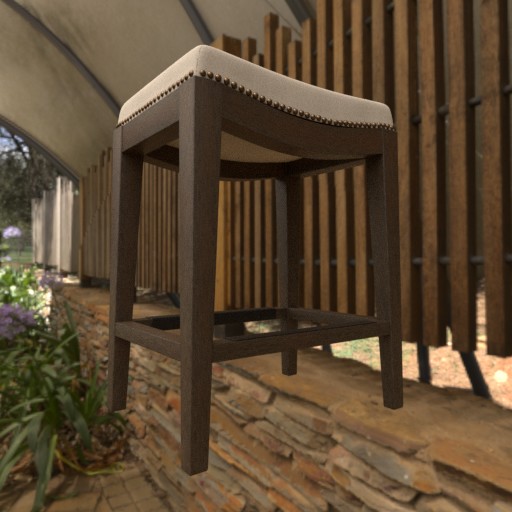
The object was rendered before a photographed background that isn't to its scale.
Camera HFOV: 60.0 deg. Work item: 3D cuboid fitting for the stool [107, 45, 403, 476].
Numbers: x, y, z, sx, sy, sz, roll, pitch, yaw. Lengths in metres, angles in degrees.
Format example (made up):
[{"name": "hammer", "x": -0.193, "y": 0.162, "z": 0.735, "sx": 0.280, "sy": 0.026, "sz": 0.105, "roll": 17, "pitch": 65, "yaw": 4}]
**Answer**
[{"name": "stool", "x": 0.000, "y": 0.000, "z": 0.924, "sx": 0.500, "sy": 0.642, "sz": 0.361, "roll": 0, "pitch": -1, "yaw": -37}]
